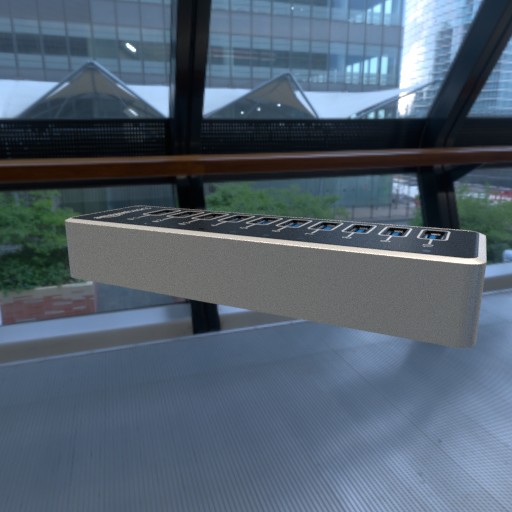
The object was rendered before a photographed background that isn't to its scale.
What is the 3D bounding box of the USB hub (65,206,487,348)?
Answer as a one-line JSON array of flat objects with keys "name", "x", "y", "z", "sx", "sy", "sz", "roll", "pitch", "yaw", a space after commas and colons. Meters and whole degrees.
[{"name": "USB hub", "x": 0.000, "y": 0.000, "z": 0.159, "sx": 0.145, "sy": 0.023, "sz": 0.044, "roll": 7, "pitch": 16, "yaw": 26}]
